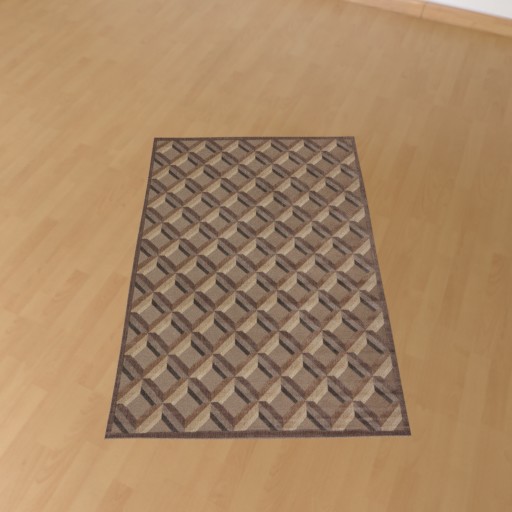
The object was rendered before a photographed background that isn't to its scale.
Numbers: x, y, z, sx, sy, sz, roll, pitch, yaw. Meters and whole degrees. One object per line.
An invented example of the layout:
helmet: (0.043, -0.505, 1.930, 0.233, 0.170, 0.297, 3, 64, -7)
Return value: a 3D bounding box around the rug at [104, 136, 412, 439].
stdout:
rug: (0.000, 0.000, 2.912, 1.600, 0.013, 2.260, 0, 57, 0)
